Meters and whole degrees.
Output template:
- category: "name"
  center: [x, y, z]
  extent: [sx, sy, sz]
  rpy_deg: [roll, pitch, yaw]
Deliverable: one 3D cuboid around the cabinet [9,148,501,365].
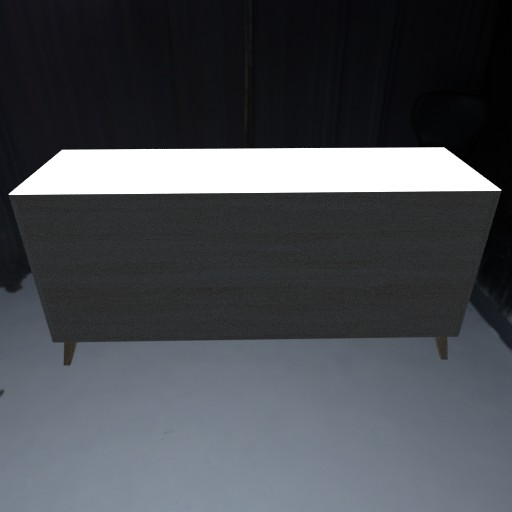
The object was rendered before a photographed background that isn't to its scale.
- category: "cabinet"
  center: [0.000, 0.000, 1.894]
  extent: [1.649, 0.780, 0.500]
  rpy_deg: [-1, 30, -1]
